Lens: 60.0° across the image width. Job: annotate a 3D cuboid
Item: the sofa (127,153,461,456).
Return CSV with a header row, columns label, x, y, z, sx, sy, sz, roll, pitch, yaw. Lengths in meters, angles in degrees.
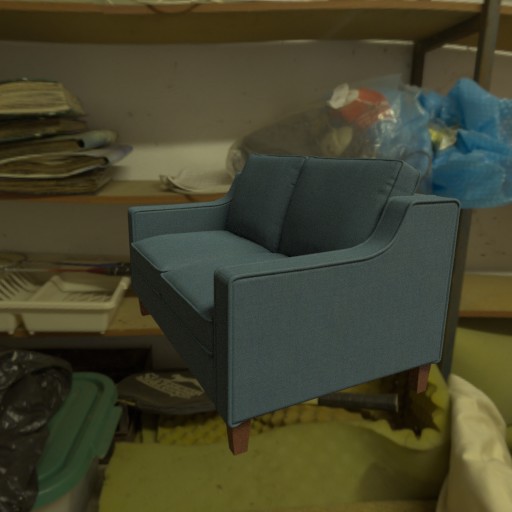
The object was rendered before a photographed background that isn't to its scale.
label,x,y,z,sx,sy,sz,roll,pitch,yaw
sofa,0.000,0.000,2.189,0.987,0.971,1.501,-7,17,-26
